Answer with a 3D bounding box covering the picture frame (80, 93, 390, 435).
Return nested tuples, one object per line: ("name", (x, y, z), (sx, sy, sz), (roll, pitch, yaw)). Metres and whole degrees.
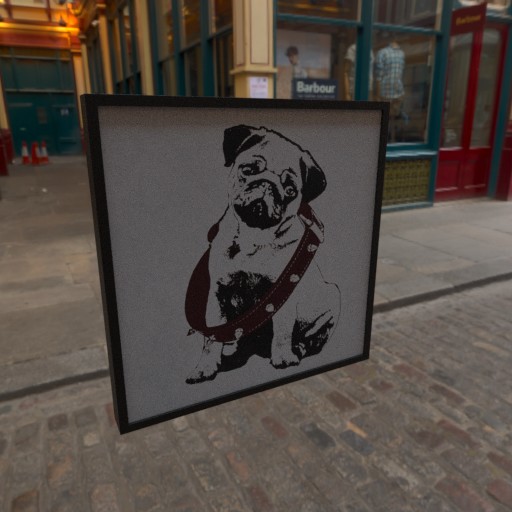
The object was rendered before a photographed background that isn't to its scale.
("picture frame", (0.000, 0.000, 0.474), (0.317, 0.317, 0.030), (-9, 19, -26))
